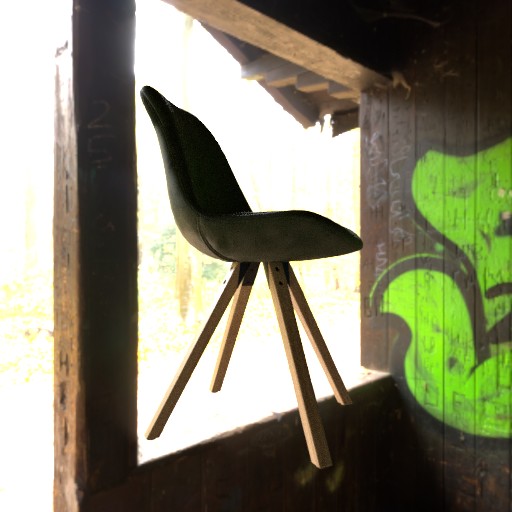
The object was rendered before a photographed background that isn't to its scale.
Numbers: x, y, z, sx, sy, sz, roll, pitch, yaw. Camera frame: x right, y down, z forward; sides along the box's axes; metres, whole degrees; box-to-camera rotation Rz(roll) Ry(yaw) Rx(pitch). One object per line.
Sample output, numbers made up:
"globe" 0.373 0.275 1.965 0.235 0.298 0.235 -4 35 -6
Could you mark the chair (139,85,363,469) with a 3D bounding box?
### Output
"chair" 0.000 0.000 1.167 0.547 0.865 0.483 0 0 18
